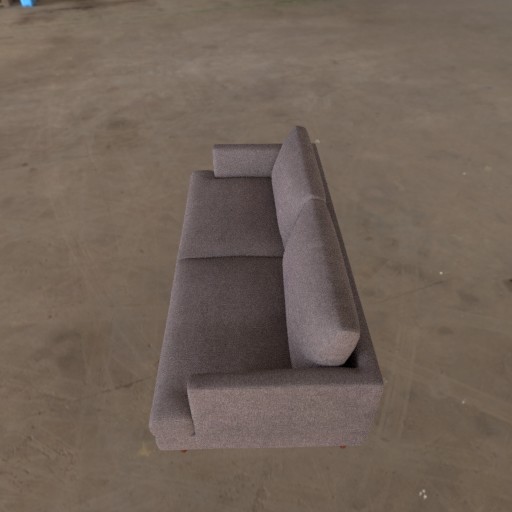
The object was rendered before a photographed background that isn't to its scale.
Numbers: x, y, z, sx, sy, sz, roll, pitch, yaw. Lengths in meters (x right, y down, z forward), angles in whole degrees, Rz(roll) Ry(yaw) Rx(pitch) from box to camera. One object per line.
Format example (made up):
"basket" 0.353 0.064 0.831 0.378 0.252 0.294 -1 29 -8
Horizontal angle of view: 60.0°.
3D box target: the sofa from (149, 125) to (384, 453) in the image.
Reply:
"sofa" 0.000 0.000 2.810 1.020 0.868 2.250 -1 40 -1
